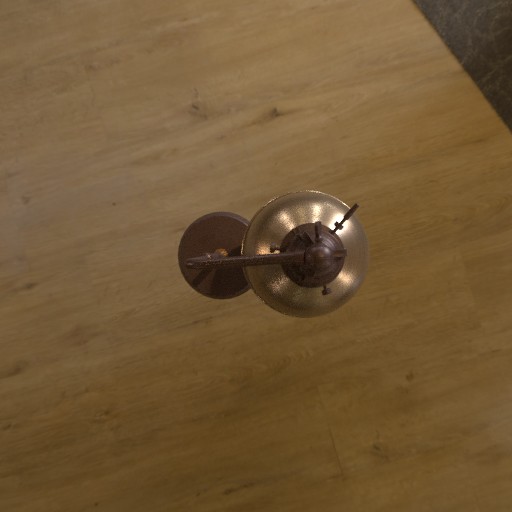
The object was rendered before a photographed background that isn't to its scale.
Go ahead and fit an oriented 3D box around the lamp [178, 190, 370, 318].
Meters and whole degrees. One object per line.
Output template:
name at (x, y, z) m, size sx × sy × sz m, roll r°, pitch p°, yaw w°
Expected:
lamp at (0.000, 0.000, 0.600) m, size 0.298 × 0.469 × 0.175 m, roll 0°, pitch 91°, yaw 0°
